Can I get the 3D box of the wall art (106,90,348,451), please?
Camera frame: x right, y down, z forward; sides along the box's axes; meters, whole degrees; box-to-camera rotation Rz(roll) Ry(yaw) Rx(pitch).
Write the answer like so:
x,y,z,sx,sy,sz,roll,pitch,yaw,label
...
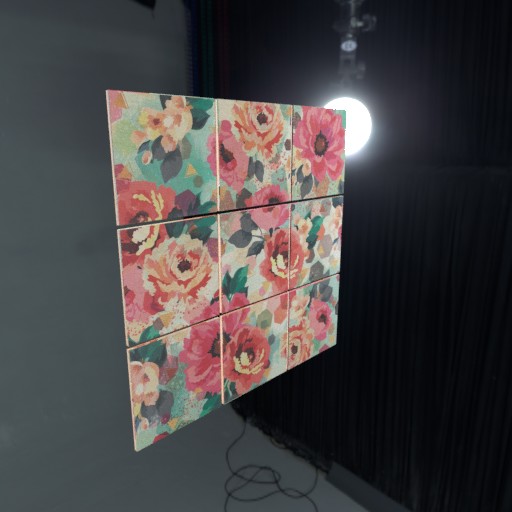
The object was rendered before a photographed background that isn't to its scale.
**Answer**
x,y,z,sx,sy,sz,roll,pitch,yaw,label
0.000,0.000,1.384,0.012,0.910,0.911,14,20,43,wall art
